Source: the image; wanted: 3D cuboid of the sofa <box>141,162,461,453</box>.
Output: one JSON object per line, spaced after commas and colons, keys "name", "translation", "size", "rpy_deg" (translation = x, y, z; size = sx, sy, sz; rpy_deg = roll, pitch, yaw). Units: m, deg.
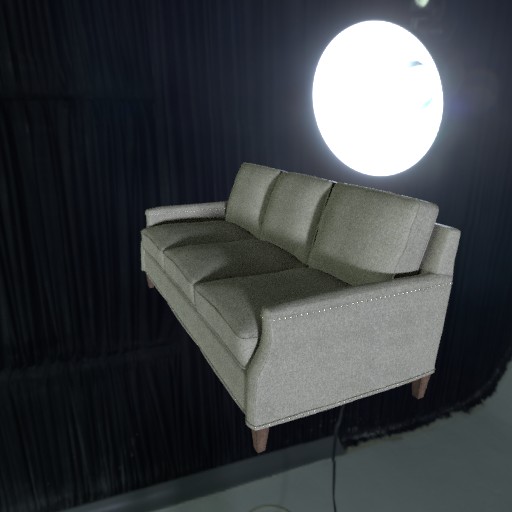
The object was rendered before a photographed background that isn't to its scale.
{"name": "sofa", "translation": [0.000, 0.000, 2.839], "size": [1.084, 1.003, 2.246], "rpy_deg": [-8, 19, -24]}
